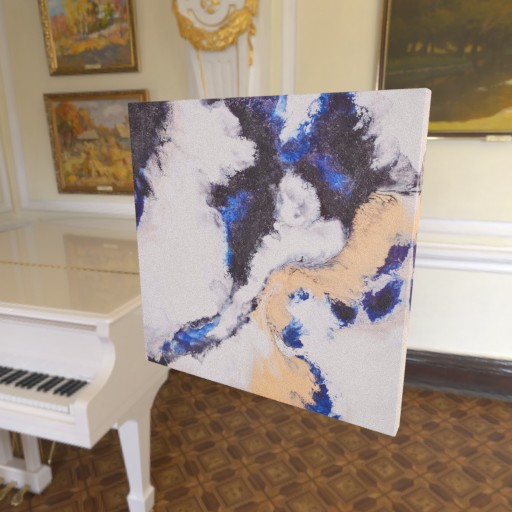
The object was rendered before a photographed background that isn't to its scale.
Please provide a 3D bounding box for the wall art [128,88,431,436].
[{"bbox_3d":[0.000,0.000,0.900,0.609,0.609,0.039,8,17,28],"label":"wall art"}]
